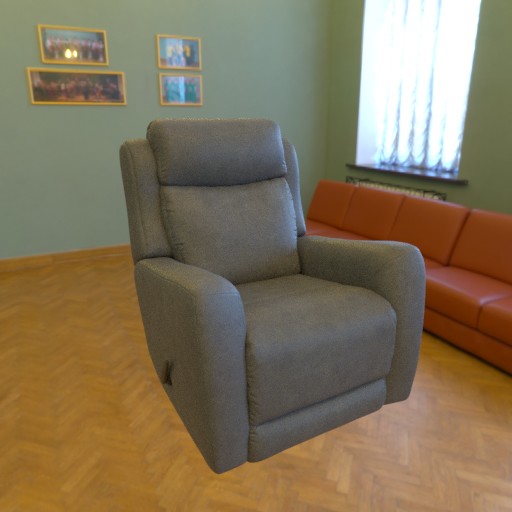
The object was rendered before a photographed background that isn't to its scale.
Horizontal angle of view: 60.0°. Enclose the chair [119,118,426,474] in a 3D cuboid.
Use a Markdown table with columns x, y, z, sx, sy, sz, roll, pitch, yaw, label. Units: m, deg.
| x | y | z | sx | sy | sz | roll | pitch | yaw | label |
| --- | --- | --- | --- | --- | --- | --- | --- | --- | --- |
| 0.000 | 0.000 | 1.876 | 0.967 | 1.116 | 1.068 | -9 | 19 | -27 | chair |
